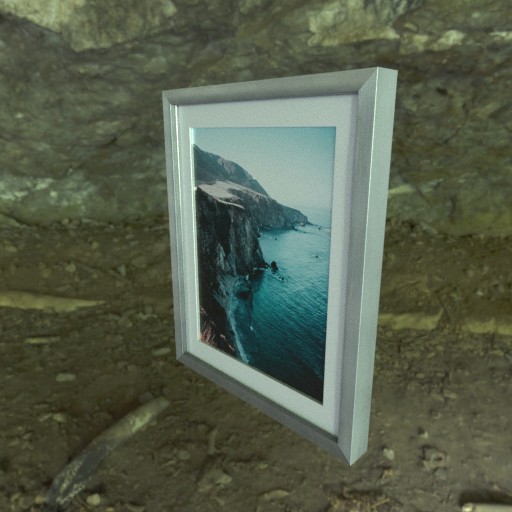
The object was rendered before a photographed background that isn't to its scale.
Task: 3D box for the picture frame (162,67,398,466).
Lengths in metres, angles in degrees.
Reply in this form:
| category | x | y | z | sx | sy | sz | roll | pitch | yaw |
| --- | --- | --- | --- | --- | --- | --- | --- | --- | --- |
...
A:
| category | x | y | z | sx | sy | sz | roll | pitch | yaw |
| --- | --- | --- | --- | --- | --- | --- | --- | --- | --- |
| picture frame | 0.000 | 0.000 | 0.759 | 0.046 | 0.555 | 0.449 | -15 | 22 | -43 |
